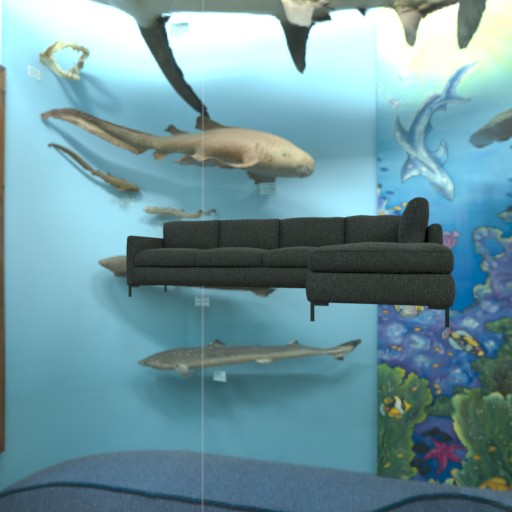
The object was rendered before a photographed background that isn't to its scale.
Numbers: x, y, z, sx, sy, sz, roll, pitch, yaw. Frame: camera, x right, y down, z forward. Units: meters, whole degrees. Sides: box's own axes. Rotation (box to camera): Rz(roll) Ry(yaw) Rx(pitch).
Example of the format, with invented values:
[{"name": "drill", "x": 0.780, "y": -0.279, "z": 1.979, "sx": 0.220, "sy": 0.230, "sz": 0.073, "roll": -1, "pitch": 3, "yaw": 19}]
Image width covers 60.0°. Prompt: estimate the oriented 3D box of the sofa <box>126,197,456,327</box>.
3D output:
[{"name": "sofa", "x": 0.000, "y": 0.000, "z": 3.809, "sx": 2.949, "sy": 0.815, "sz": 2.007, "roll": 0, "pitch": -1, "yaw": 18}]
